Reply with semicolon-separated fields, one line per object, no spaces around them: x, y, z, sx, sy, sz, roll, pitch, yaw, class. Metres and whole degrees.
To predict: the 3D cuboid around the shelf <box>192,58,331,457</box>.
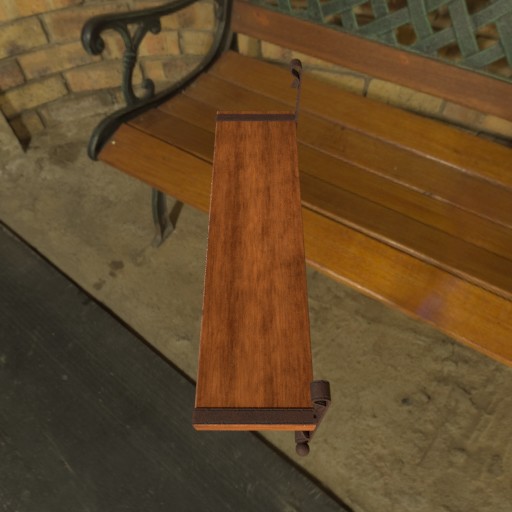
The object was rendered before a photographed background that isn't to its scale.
0.000;0.000;0.697;0.146;0.330;0.567;0;57;0;shelf
